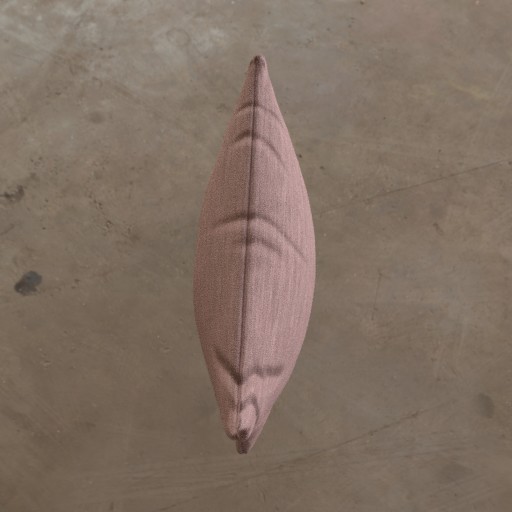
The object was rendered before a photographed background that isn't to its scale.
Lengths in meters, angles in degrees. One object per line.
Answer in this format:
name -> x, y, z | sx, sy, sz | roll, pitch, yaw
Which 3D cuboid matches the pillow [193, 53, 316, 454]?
pillow -> 0.000, 0.000, 0.785 | 0.210, 0.338, 0.633 | 2, 64, 1
